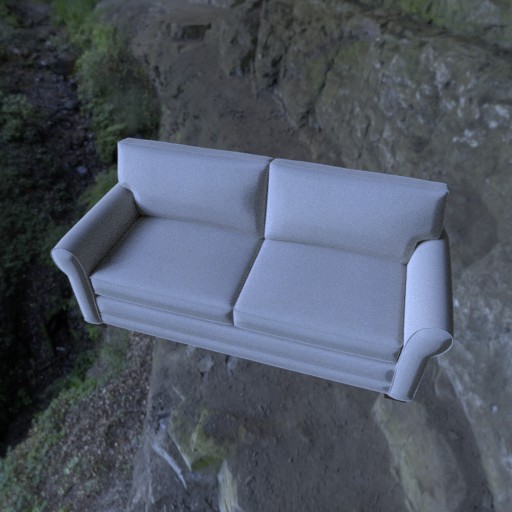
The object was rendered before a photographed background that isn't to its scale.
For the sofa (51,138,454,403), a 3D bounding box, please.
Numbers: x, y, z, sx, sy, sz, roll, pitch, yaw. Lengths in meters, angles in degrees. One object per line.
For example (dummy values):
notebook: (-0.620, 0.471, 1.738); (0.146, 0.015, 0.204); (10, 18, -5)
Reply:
sofa: (0.000, 0.000, 2.624); (2.146, 0.962, 0.901); (11, 42, 13)
